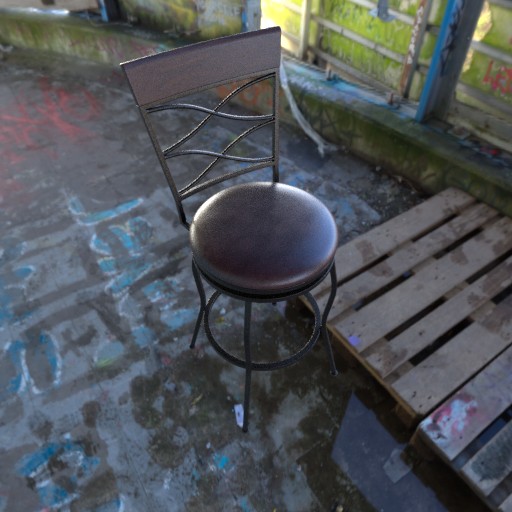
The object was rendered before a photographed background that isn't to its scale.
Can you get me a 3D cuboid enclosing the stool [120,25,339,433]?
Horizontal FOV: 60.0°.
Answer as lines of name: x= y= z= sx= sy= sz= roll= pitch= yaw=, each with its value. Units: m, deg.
stool: x=0.000 y=0.000 z=1.379 sx=0.448 sy=1.130 sz=0.513 roll=-25 pitch=51 yaw=-22
